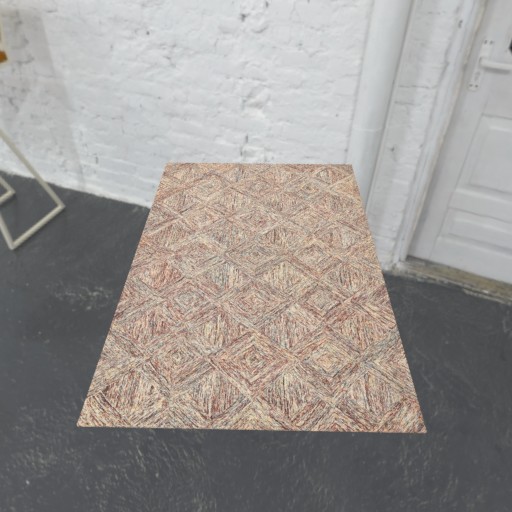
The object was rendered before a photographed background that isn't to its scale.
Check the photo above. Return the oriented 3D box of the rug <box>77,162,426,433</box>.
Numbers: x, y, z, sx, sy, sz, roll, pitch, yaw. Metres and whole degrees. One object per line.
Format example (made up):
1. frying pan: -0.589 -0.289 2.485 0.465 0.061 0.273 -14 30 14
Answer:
1. rug: 0.000 0.000 2.785 1.523 0.019 2.285 1 41 1
